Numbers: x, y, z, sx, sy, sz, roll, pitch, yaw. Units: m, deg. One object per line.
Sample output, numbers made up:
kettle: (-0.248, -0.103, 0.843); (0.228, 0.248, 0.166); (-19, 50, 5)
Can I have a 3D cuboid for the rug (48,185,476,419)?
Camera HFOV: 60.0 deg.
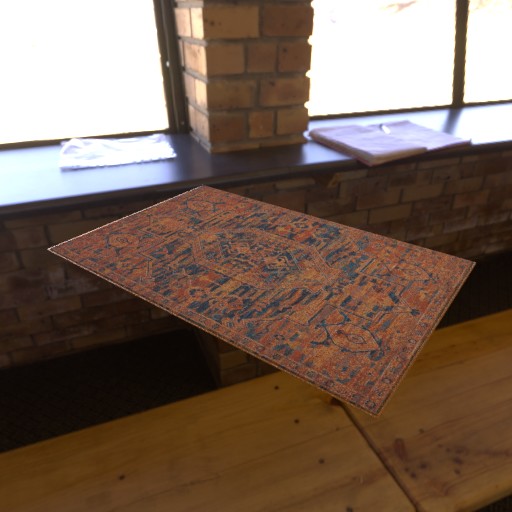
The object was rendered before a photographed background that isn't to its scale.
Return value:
rug: (0.000, 0.000, 2.166); (1.758, 0.013, 1.148); (20, 35, 32)
